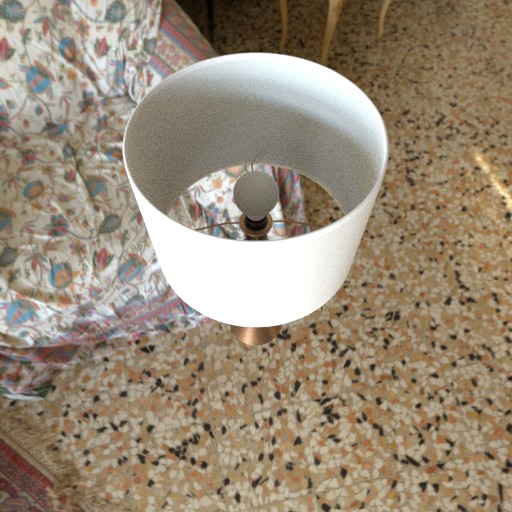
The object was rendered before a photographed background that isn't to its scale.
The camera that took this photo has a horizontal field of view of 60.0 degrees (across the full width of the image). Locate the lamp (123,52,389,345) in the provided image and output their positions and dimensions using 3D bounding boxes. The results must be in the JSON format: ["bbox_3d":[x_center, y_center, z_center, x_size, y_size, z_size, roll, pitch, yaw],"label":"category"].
[{"bbox_3d":[0.000,0.000,0.654,0.268,0.479,0.268,-2,59,-1],"label":"lamp"}]
